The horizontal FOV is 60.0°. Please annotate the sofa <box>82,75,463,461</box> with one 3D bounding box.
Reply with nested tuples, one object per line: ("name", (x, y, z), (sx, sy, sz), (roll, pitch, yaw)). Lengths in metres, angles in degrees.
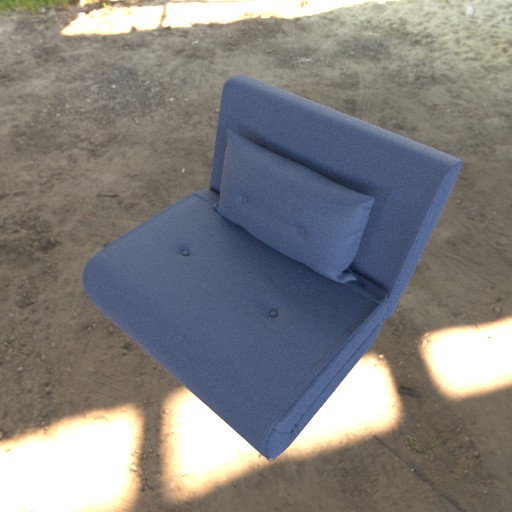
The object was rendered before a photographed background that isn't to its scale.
("sofa", (0.000, 0.000, 1.706), (0.999, 0.860, 0.996), (32, 54, 27))
